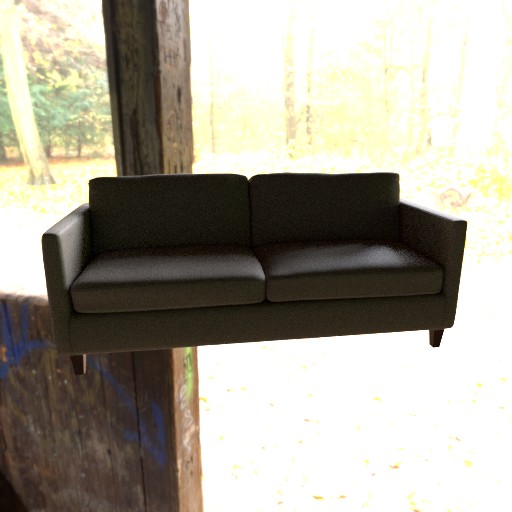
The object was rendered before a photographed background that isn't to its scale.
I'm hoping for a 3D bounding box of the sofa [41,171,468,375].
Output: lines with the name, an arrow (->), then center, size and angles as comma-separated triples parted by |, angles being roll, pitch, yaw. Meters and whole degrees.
sofa -> 0.000, 0.000, 2.717 | 2.208, 0.963, 0.956 | -2, 16, -8
